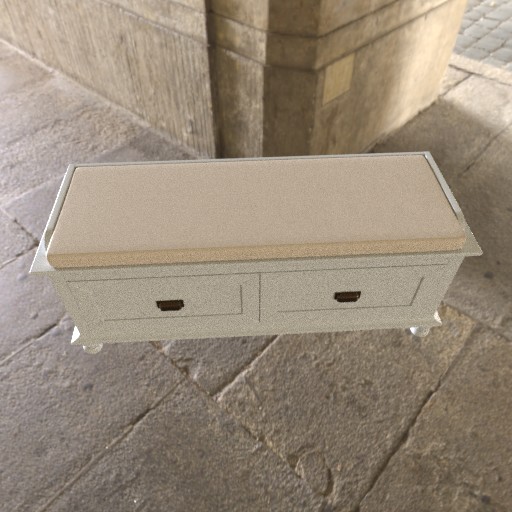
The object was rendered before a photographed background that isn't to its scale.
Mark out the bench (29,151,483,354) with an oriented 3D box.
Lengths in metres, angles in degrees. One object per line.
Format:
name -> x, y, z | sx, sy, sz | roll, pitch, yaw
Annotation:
bench -> 0.000, 0.000, 1.433 | 1.185, 0.486, 0.402 | -3, 48, -2
